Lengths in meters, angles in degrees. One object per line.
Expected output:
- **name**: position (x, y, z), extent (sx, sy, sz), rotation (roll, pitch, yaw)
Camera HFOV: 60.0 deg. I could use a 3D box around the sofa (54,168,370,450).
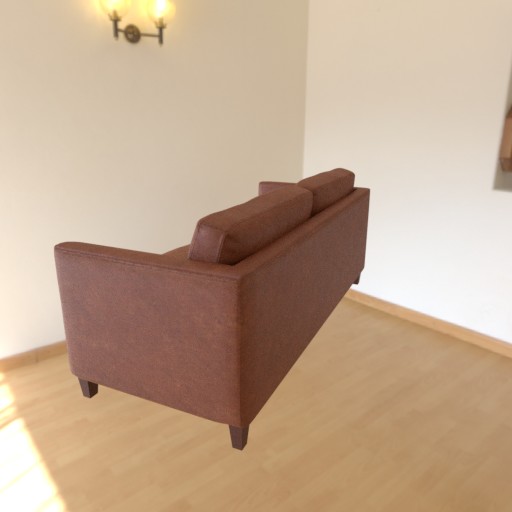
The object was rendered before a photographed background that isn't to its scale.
- **sofa**: position (0.000, 0.000, 2.732), extent (0.950, 0.932, 2.204), rotation (8, 19, 24)
